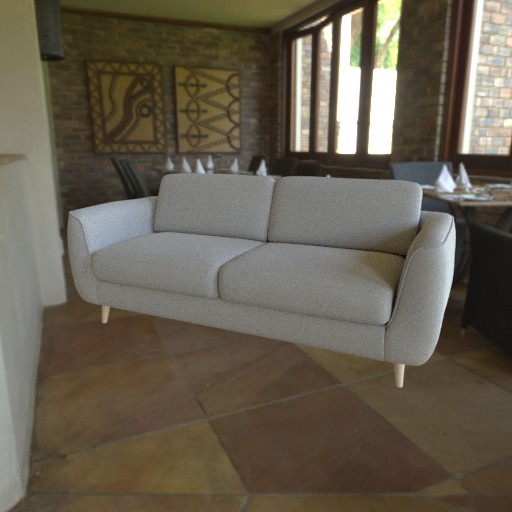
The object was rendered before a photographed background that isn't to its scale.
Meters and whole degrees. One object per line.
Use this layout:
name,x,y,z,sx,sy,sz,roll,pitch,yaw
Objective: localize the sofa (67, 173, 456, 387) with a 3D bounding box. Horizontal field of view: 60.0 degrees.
sofa,0.000,0.000,2.457,2.000,0.850,0.920,6,15,25
